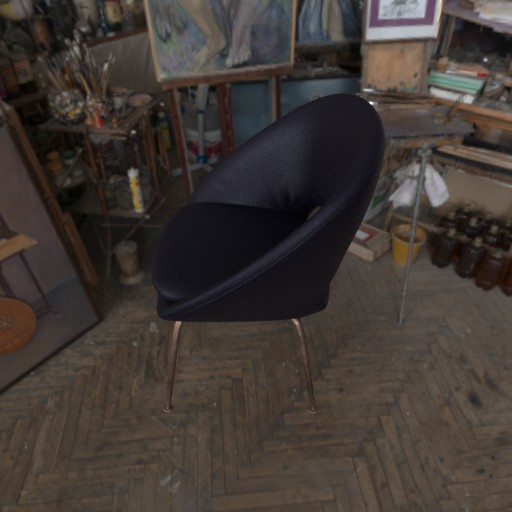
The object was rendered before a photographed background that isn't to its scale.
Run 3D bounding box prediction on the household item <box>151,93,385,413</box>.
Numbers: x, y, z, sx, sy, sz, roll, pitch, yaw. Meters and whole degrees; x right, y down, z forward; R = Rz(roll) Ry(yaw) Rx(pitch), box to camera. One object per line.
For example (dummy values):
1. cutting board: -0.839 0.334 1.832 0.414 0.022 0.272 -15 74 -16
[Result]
1. household item: 0.000 0.000 1.268 0.573 0.852 0.623 0 40 0
